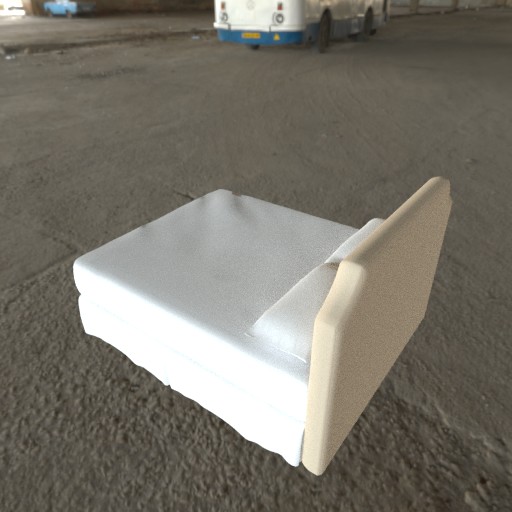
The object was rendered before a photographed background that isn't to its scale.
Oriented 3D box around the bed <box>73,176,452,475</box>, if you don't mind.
[{"bbox_3d":[0.000,0.000,3.845,2.548,1.524,2.134,21,37,30],"label":"bed"}]
